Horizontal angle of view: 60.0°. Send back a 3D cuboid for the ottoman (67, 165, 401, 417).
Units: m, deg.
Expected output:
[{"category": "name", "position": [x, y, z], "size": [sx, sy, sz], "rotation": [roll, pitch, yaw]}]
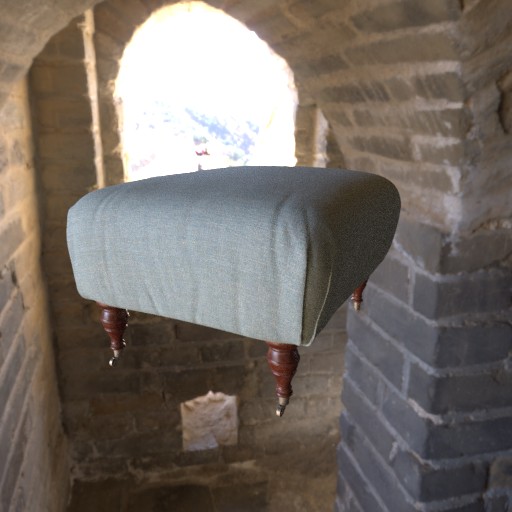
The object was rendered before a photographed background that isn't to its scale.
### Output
[{"category": "ottoman", "position": [0.000, 0.000, 1.165], "size": [0.622, 0.450, 0.747], "rotation": [8, 17, 26]}]
